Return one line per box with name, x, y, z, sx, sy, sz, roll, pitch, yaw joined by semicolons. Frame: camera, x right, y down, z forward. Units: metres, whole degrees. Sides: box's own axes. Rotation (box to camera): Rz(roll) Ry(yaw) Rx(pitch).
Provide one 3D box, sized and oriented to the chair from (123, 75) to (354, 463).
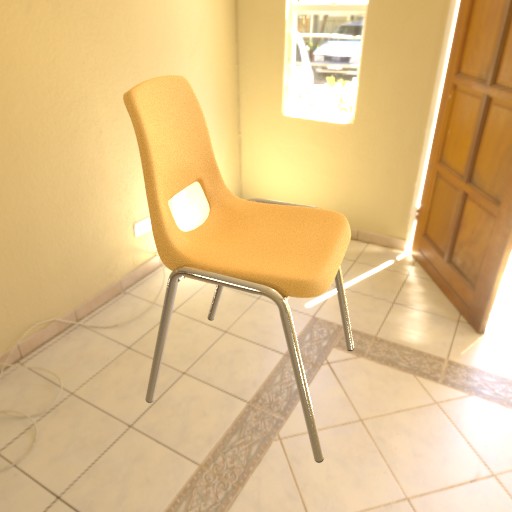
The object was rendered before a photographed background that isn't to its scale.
chair;0.000;0.000;0.960;0.436;0.704;0.381;11;31;18
